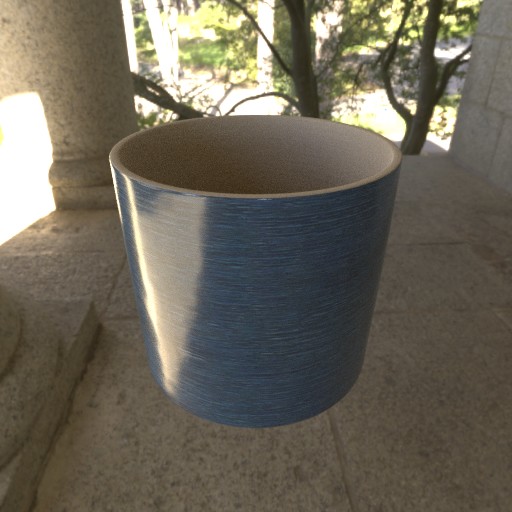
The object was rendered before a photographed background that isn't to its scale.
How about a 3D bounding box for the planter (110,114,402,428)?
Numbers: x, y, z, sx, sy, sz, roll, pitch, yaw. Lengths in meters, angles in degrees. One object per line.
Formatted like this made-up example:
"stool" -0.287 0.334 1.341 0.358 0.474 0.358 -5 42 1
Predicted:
"planter" 0.000 0.000 0.398 0.221 0.201 0.221 0 30 0
